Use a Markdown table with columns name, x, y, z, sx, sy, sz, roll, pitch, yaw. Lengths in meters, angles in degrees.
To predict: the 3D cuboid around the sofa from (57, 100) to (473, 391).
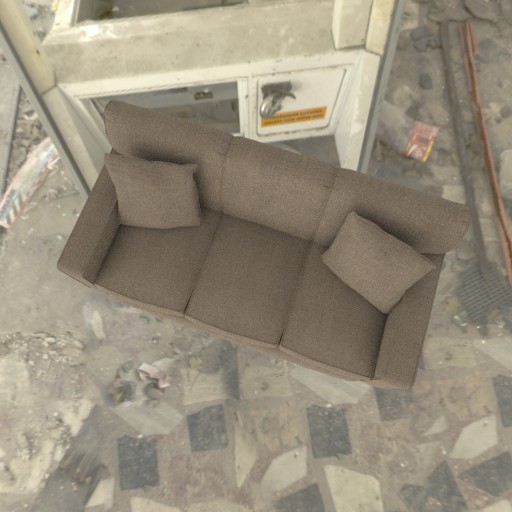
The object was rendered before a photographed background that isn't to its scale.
| name | x | y | z | sx | sy | sz | roll | pitch | yaw |
| --- | --- | --- | --- | --- | --- | --- | --- | --- | --- |
| sofa | 0.000 | 0.000 | 2.606 | 2.024 | 0.958 | 0.997 | 18 | 75 | 5 |
